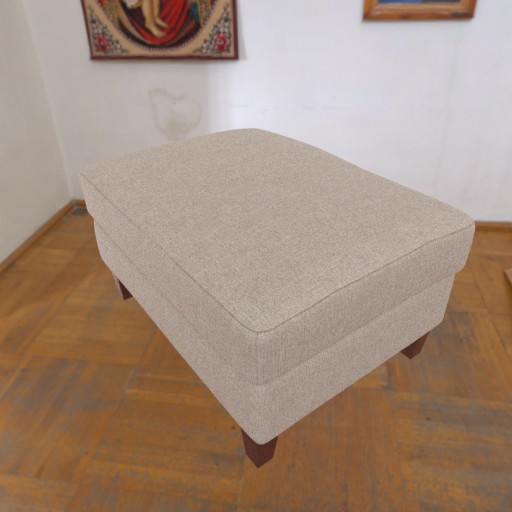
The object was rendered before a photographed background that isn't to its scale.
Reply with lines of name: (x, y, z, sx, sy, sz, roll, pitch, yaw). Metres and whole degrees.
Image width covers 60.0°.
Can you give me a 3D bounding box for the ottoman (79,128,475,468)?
ottoman: (0.000, 0.000, 1.278, 0.677, 0.519, 0.898, -22, 39, -30)
